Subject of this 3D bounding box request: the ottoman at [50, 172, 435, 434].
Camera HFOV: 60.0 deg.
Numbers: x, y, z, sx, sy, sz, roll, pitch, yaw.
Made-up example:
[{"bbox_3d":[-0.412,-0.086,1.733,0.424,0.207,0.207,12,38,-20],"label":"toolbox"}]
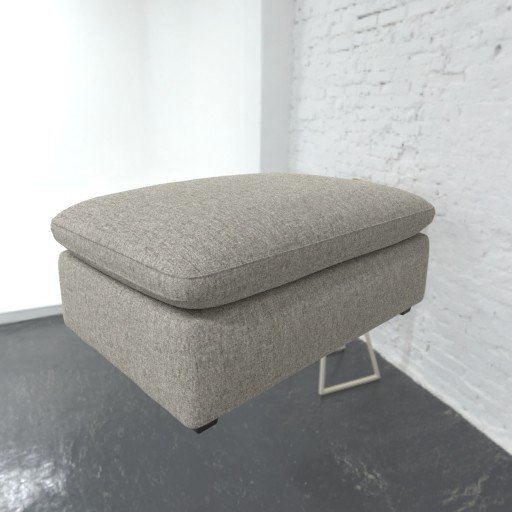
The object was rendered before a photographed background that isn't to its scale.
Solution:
[{"bbox_3d":[0.000,0.000,1.338,0.977,0.451,0.694,-16,24,-41],"label":"ottoman"}]
